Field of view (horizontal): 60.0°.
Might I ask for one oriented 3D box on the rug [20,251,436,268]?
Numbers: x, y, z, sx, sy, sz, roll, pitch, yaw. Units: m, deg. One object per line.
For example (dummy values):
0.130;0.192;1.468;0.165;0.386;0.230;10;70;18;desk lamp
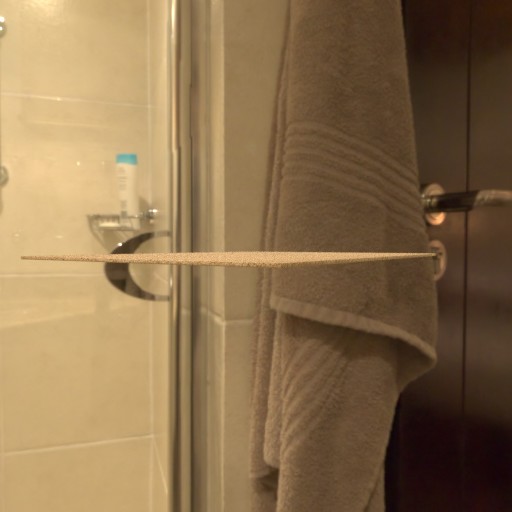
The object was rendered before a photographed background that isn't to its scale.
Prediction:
0.000;0.000;4.006;2.400;0.026;3.000;1;2;35;rug
